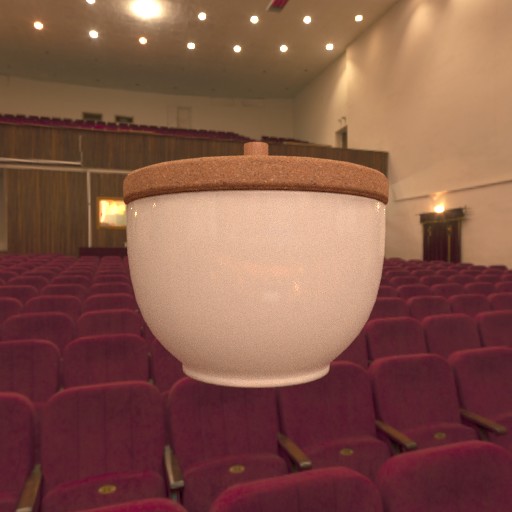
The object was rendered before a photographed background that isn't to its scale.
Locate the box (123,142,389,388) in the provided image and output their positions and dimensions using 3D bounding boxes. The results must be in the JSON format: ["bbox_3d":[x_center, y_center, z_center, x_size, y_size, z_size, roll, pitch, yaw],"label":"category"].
[{"bbox_3d":[0.000,0.000,0.187,0.107,0.094,0.107,0,0,0],"label":"box"}]
